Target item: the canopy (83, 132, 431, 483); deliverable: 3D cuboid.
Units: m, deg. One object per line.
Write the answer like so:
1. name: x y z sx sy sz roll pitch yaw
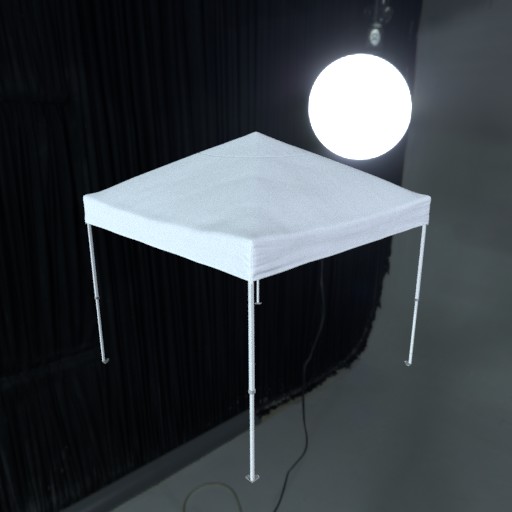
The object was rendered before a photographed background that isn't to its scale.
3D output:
1. canopy: 0.000 0.000 5.553 2.998 2.997 2.996 -16 23 -42
